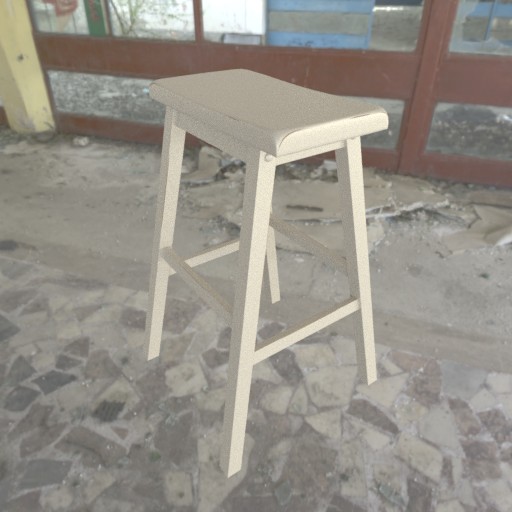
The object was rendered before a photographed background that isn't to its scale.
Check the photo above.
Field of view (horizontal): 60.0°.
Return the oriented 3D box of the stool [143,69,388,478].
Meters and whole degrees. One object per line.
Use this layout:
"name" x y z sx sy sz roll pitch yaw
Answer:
"stool" 0.000 0.000 1.038 0.476 0.737 0.457 -21 38 -29
